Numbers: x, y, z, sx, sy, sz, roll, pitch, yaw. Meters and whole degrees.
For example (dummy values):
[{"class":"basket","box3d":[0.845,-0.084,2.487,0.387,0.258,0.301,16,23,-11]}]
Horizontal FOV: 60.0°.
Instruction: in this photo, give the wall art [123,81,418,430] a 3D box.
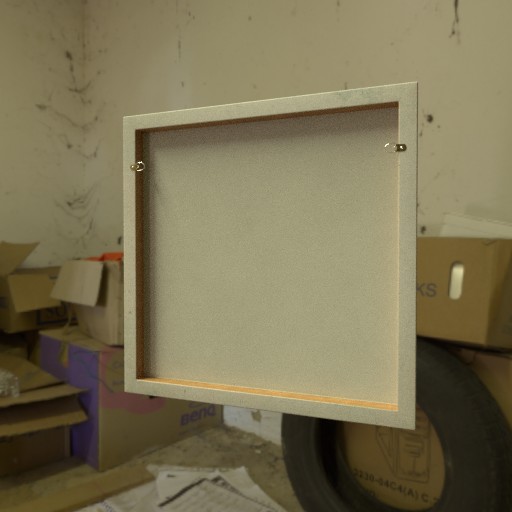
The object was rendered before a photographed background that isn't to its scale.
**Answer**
[{"class":"wall art","box3d":[0.000,0.000,0.896,0.612,0.612,0.040,0,1,20]}]
